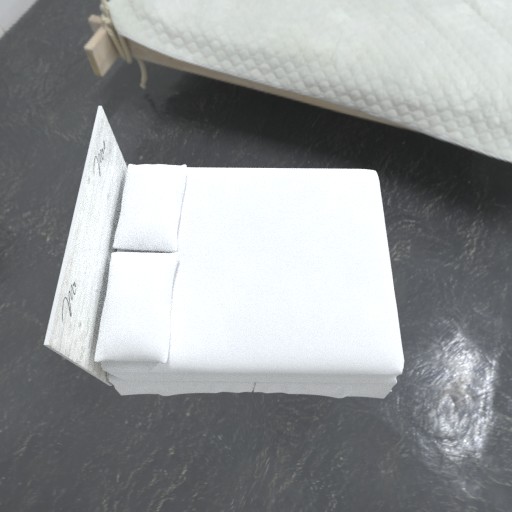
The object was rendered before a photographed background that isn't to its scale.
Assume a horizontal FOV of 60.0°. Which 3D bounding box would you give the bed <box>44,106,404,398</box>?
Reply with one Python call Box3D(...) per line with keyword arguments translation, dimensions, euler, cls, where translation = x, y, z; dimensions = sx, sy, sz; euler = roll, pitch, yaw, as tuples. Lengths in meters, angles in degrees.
Box3D(translation=(0.000, 0.000, 3.173), dimensions=(2.094, 1.335, 1.745), euler=(1, 63, 0), cls="bed")
